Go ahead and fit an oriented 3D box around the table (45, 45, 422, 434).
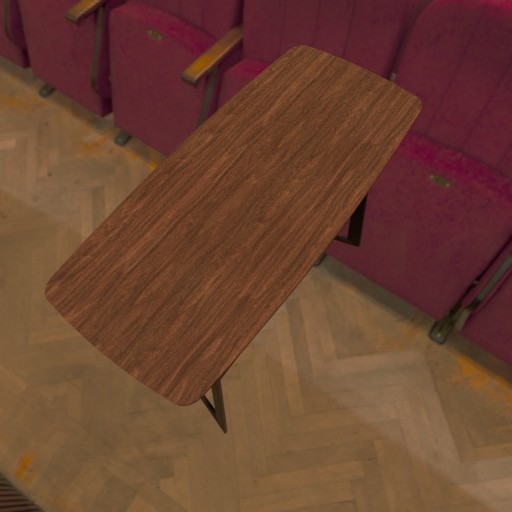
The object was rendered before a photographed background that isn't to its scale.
[{"bbox_3d":[0.000,0.000,1.093,0.361,0.576,0.804,33,67,16],"label":"table"}]
